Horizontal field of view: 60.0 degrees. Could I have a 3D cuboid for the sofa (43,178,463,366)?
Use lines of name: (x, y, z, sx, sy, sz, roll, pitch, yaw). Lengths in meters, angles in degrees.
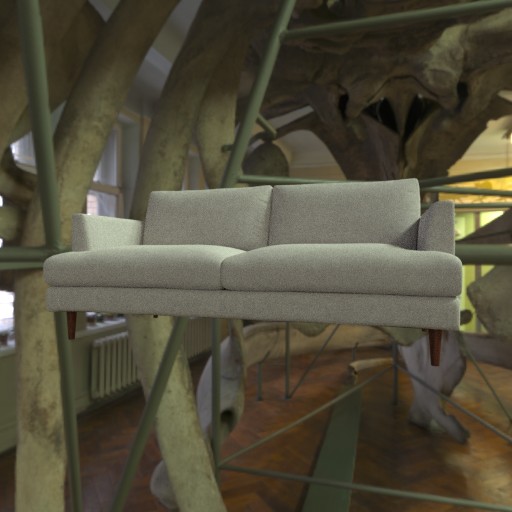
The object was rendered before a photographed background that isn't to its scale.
sofa: (0.000, 0.000, 2.415, 1.948, 0.868, 1.020, 0, 0, 18)
